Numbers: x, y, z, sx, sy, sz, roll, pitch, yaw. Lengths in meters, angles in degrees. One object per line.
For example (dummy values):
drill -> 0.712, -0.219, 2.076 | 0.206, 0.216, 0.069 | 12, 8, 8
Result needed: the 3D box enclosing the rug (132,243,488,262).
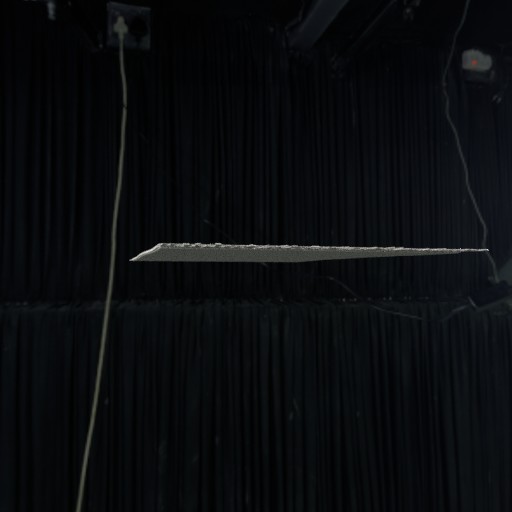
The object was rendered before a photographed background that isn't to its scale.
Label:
rug -> 0.000, 0.000, 3.230 | 1.664, 0.029, 2.615 | 1, -2, -18
